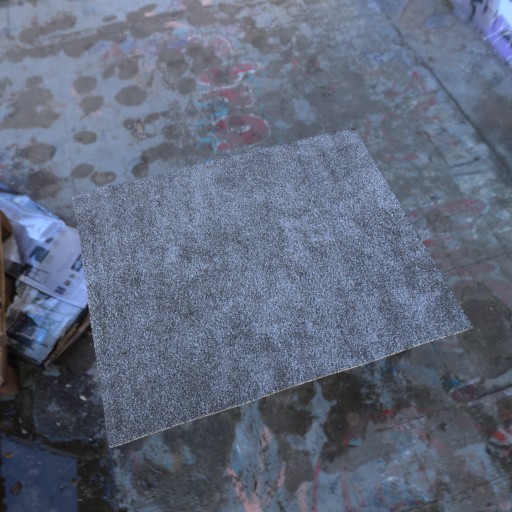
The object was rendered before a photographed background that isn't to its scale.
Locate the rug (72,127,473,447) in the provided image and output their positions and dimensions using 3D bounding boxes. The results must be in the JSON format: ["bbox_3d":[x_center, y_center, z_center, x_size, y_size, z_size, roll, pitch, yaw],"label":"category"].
[{"bbox_3d":[0.000,0.000,3.998,3.000,0.025,2.401,-16,62,-9],"label":"rug"}]
